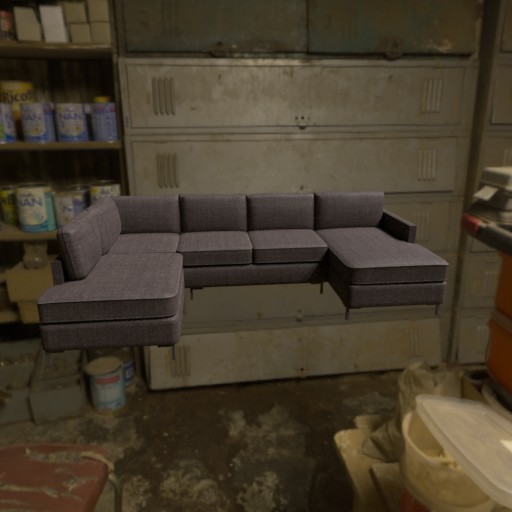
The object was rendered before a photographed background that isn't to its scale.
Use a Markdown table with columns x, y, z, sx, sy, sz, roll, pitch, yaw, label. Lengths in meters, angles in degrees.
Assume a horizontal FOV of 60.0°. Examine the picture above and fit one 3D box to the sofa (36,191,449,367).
| x | y | z | sx | sy | sz | roll | pitch | yaw | label |
| --- | --- | --- | --- | --- | --- | --- | --- | --- | --- |
| 0.000 | 0.000 | 4.309 | 3.423 | 0.999 | 2.048 | -2 | 18 | -6 | sofa |
